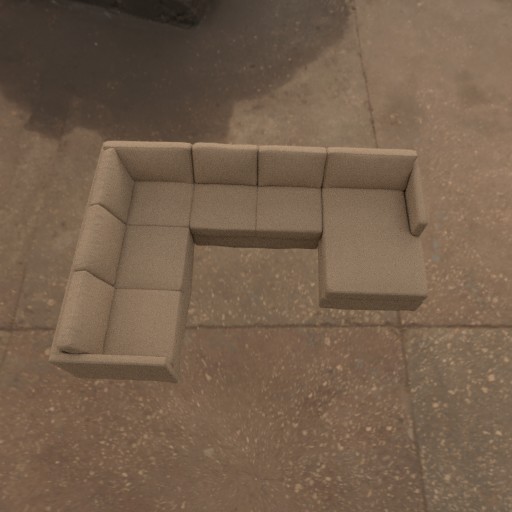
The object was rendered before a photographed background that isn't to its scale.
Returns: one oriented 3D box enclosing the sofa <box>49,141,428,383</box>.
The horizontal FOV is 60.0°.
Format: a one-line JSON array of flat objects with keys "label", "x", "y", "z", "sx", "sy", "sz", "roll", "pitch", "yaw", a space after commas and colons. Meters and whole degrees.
[{"label": "sofa", "x": 0.000, "y": 0.000, "z": 4.503, "sx": 3.460, "sy": 0.882, "sz": 2.427, "roll": 2, "pitch": 63, "yaw": 1}]
